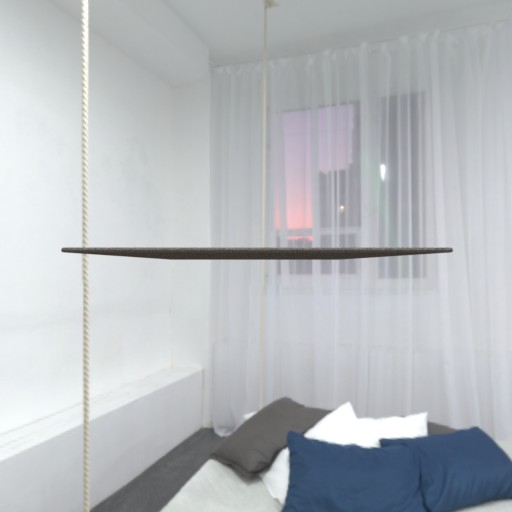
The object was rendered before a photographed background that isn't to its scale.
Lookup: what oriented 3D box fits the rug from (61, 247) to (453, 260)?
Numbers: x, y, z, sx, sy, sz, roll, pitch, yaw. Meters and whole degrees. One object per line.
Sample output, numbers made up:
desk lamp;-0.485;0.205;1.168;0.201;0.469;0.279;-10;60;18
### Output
rug;0.000;0.000;2.287;1.219;0.016;1.829;0;-1;0
